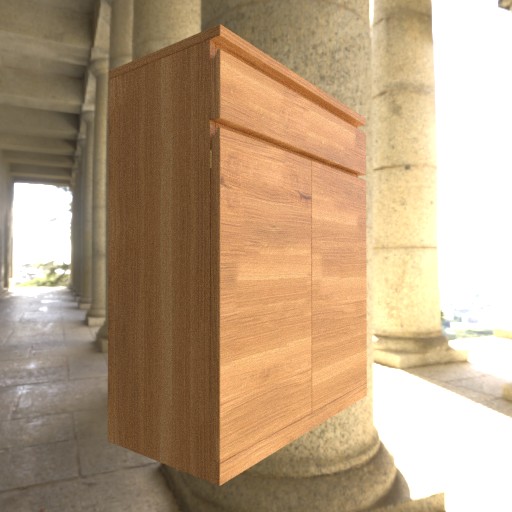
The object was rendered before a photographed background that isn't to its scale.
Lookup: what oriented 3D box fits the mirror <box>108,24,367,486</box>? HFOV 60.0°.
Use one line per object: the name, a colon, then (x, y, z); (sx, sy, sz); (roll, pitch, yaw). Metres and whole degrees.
mirror: (0.000, 0.000, 1.397); (0.400, 1.000, 0.800); (-1, -1, 37)
